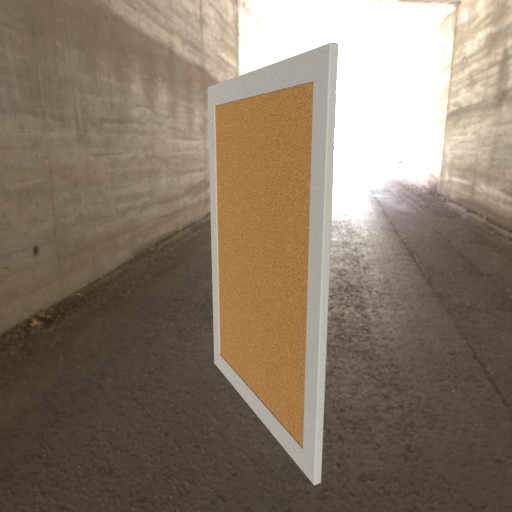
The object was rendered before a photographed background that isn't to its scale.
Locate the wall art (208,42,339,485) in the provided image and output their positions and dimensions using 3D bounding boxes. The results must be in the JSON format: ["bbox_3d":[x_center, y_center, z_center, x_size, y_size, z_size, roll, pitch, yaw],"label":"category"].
[{"bbox_3d":[0.000,0.000,0.678,0.012,0.529,0.374,-6,15,-25],"label":"wall art"}]
